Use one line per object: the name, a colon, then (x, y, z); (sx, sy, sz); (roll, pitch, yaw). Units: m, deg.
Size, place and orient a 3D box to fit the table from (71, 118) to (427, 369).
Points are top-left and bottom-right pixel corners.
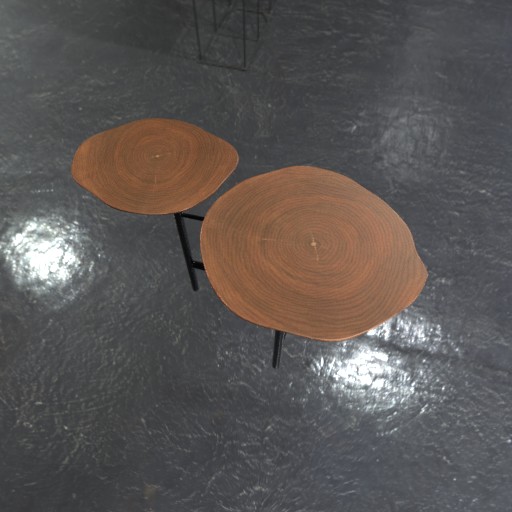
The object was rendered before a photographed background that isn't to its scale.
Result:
table: (0.000, 0.000, 1.093); (0.759, 0.538, 0.442); (15, 59, 9)
